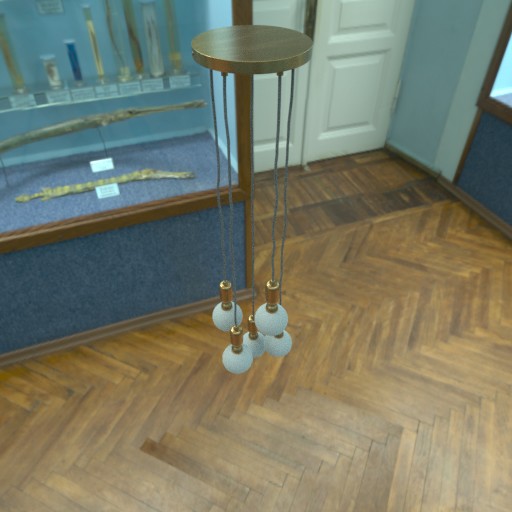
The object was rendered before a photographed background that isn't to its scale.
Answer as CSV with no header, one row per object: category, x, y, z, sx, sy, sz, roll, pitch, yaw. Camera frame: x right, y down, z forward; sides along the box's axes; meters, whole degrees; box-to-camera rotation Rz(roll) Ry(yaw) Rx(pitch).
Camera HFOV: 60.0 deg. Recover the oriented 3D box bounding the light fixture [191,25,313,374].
light fixture,0.000,0.000,0.504,0.105,0.457,0.108,-13,43,-14
